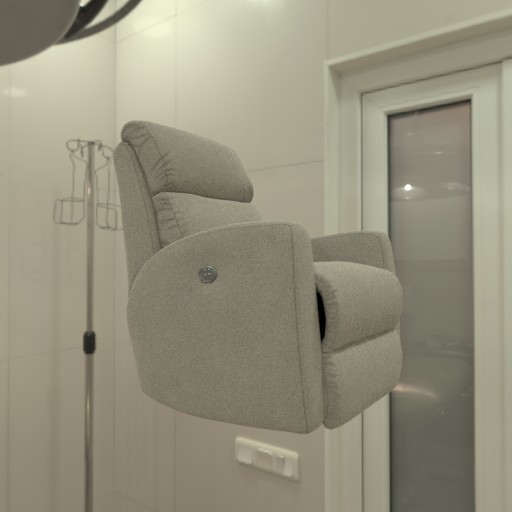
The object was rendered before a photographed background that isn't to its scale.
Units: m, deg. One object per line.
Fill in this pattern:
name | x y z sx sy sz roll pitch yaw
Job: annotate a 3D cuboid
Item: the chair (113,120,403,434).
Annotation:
chair | 0.000 0.000 1.670 0.940 1.021 0.794 0 -1 36
